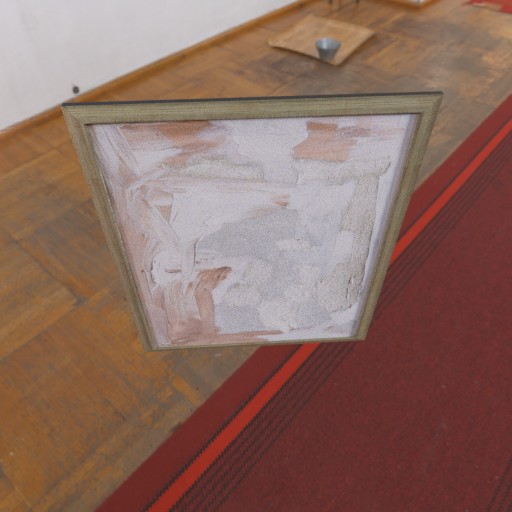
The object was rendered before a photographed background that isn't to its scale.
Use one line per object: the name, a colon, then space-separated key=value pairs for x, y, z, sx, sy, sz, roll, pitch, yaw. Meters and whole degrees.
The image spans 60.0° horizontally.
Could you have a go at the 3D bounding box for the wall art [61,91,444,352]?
wall art: x=0.000 y=0.000 z=0.884 sx=0.559 sy=0.660 sz=0.018 roll=-3 pitch=46 yaw=-3
